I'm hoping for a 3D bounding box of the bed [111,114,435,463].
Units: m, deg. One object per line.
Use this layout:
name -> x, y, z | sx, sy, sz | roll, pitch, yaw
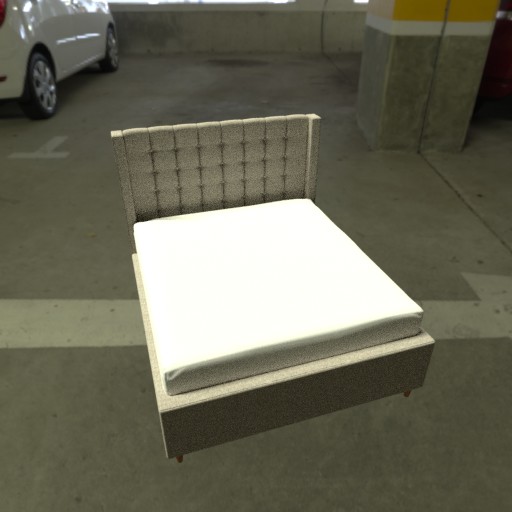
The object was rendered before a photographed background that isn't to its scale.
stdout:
bed -> 0.000, 0.000, 3.845 | 2.044, 1.748, 2.372 | -10, 33, -15
